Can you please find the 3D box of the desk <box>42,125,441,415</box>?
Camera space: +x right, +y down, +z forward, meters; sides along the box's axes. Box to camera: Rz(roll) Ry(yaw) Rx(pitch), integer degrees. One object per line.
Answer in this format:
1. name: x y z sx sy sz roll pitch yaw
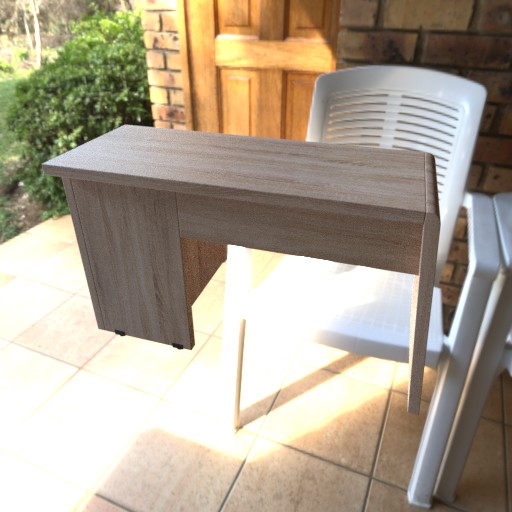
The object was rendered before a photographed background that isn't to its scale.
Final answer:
1. desk: 0.000 0.000 1.665 1.300 0.750 0.500 9 33 15
